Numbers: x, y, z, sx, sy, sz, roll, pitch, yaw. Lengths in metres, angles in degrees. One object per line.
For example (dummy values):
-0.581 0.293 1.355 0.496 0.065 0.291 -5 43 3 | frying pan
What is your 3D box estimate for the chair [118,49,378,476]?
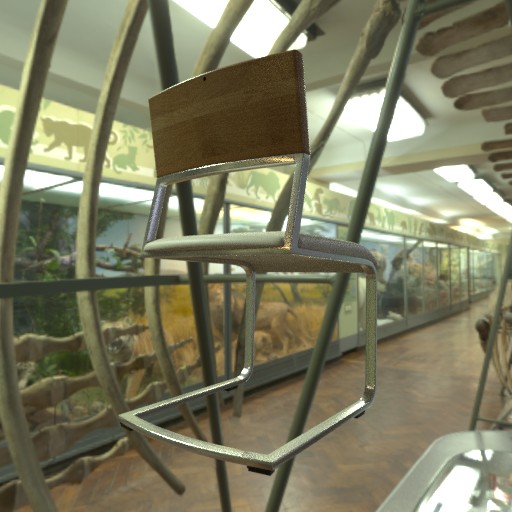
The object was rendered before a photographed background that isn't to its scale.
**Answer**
0.000 0.000 1.183 0.467 0.844 0.585 -1 -2 36 | chair
